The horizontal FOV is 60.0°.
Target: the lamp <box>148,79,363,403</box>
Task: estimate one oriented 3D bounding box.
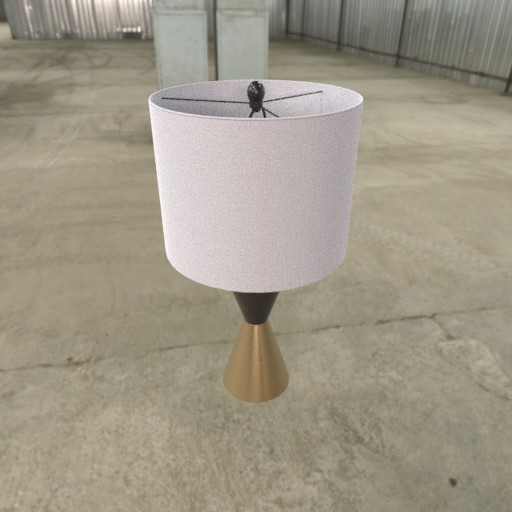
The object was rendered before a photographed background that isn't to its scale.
[{"bbox_3d":[0.000,0.000,0.772,0.304,0.573,0.304,8,30,13],"label":"lamp"}]
